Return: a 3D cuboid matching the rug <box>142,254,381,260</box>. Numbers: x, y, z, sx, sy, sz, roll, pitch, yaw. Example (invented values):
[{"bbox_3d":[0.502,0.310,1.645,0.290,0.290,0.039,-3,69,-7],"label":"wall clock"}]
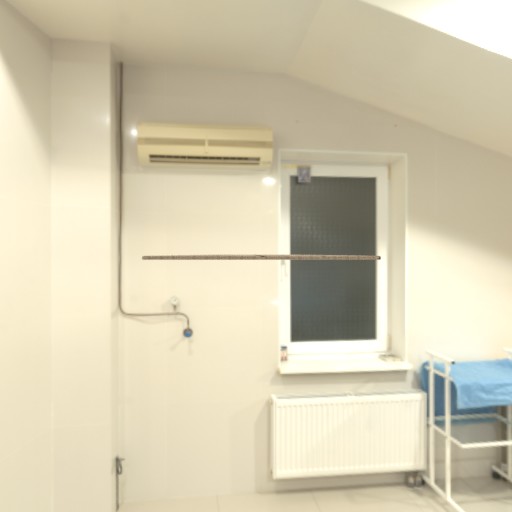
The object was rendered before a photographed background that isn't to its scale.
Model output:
[{"bbox_3d":[0.000,0.000,2.625,0.762,0.012,2.438,0,0,-1],"label":"rug"}]
